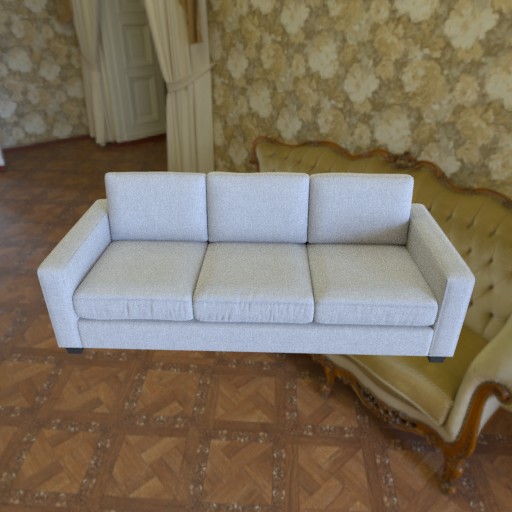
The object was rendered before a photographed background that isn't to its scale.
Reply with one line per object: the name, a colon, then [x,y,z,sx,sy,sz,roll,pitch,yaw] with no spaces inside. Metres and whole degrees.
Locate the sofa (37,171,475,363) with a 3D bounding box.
sofa: [0.000,0.000,2.569,2.120,0.800,0.900,1,30,2]
